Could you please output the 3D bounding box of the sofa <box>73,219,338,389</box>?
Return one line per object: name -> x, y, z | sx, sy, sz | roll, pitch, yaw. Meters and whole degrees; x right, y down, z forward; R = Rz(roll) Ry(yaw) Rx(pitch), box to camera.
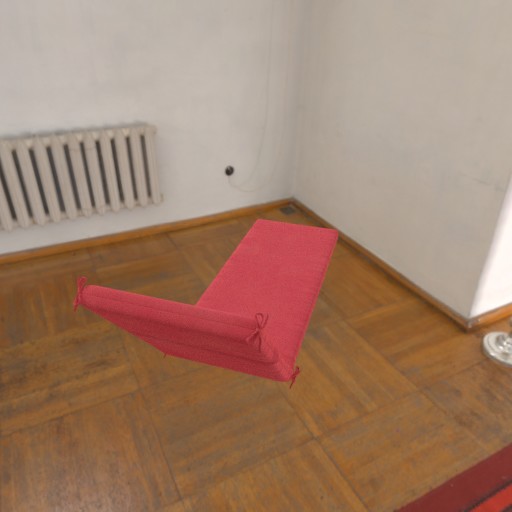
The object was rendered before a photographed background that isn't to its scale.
sofa -> 0.000, 0.000, 1.945 | 0.582, 0.622, 1.663 | 9, 32, 15
